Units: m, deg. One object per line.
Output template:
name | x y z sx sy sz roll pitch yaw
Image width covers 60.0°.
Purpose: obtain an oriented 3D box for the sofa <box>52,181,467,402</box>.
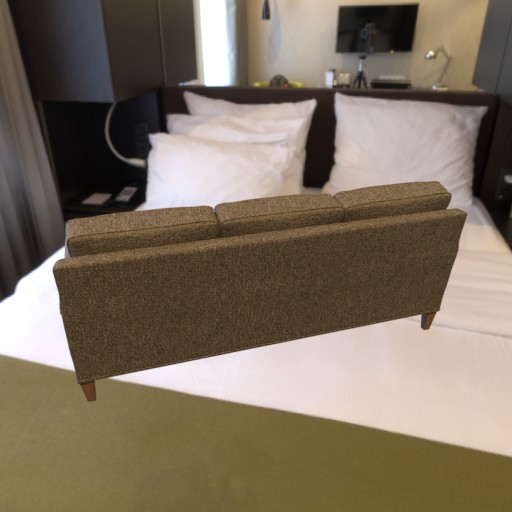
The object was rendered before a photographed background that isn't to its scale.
sofa | 0.000 0.000 2.786 2.246 1.003 1.084 -8 28 -16
